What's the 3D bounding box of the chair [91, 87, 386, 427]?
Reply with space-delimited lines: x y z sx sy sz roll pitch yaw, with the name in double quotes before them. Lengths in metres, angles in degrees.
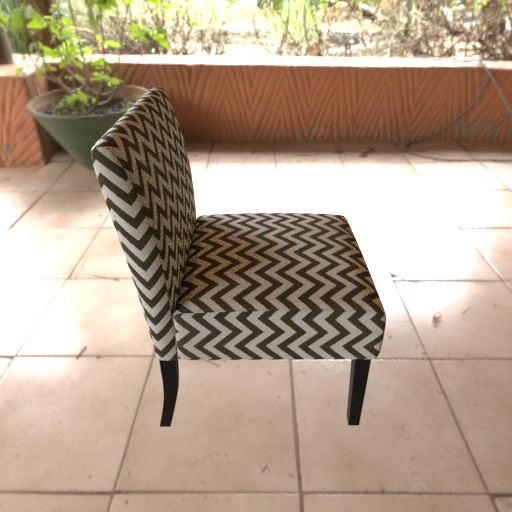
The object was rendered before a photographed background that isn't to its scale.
"chair" 0.000 0.000 1.292 0.648 0.838 0.589 0 31 0
